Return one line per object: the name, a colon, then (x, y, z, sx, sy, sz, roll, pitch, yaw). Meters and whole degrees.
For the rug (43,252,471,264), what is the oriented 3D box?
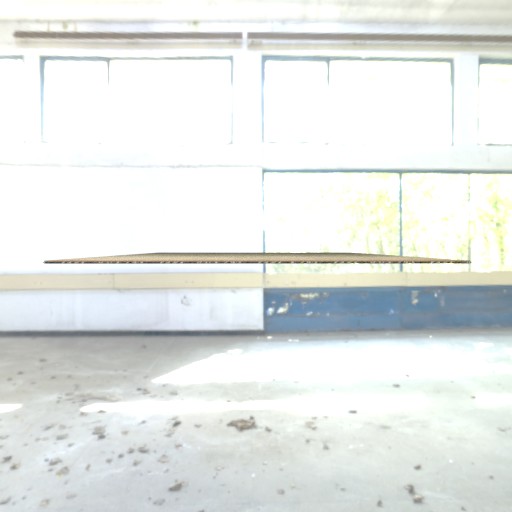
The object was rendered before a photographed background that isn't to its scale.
rug: (0.000, 0.000, 3.804, 2.305, 0.017, 2.902, 0, 1, 0)
